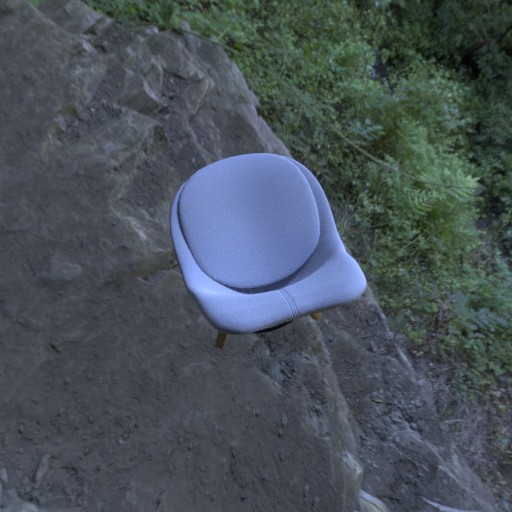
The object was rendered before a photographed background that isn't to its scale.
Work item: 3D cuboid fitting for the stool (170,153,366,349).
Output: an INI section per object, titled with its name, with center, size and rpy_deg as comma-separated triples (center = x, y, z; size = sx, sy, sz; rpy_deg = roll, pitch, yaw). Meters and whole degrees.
[stool]
center = 0.000, 0.000, 1.419
size = 0.484, 1.115, 0.550
rpy_deg = -16, 76, -4
